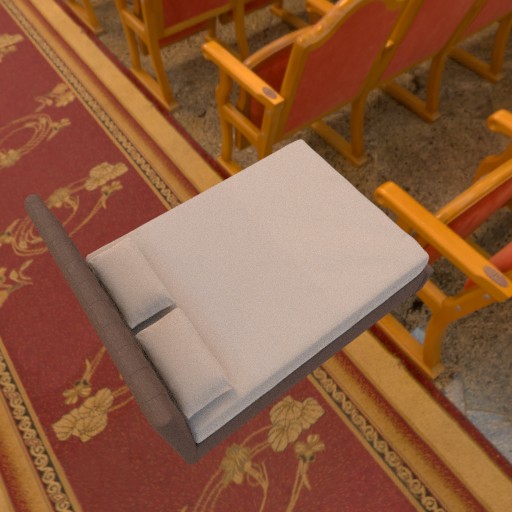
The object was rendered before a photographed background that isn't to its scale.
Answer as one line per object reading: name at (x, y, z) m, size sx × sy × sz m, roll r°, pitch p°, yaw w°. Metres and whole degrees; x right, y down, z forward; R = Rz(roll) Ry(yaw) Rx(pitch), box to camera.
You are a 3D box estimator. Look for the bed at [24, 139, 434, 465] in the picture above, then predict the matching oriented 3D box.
bed at (0.000, 0.000, 3.338) m, size 2.387 × 1.427 × 1.698 m, roll -32°, pitch 64°, yaw -18°
